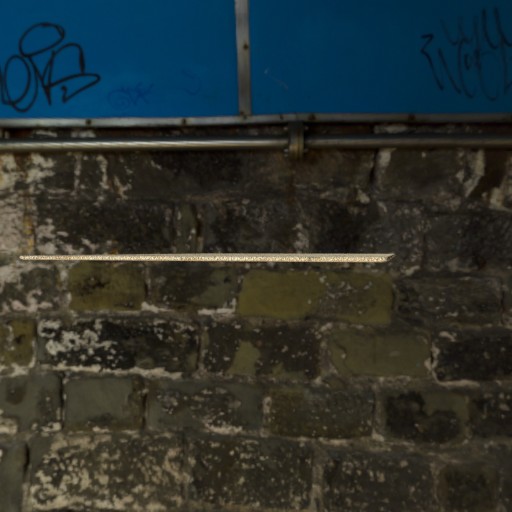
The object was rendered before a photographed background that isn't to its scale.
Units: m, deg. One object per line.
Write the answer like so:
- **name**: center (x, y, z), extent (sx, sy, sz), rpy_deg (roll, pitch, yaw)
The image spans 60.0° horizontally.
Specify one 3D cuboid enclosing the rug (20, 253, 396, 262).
- **rug**: center (0.000, 0.000, 4.035), extent (2.399, 0.026, 3.000), rpy_deg (0, 1, 18)
